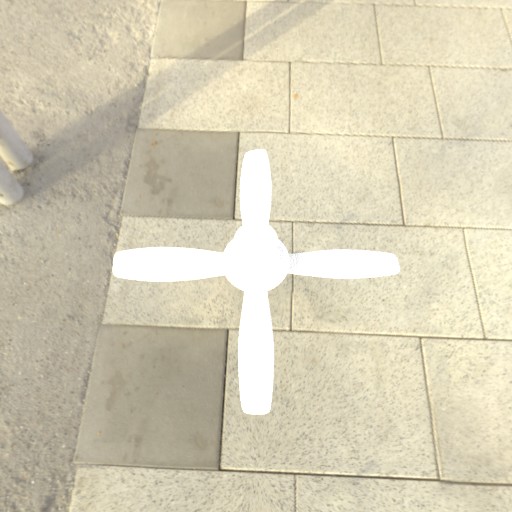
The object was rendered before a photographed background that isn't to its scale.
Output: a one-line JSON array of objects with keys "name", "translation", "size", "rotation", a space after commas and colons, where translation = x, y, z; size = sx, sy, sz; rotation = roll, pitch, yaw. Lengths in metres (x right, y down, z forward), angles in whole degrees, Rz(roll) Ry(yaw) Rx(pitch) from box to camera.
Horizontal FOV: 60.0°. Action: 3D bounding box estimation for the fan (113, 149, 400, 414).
[{"name": "fan", "translation": [0.000, 0.000, 2.538], "size": [1.693, 0.382, 1.694], "rotation": [0, 64, 0]}]
